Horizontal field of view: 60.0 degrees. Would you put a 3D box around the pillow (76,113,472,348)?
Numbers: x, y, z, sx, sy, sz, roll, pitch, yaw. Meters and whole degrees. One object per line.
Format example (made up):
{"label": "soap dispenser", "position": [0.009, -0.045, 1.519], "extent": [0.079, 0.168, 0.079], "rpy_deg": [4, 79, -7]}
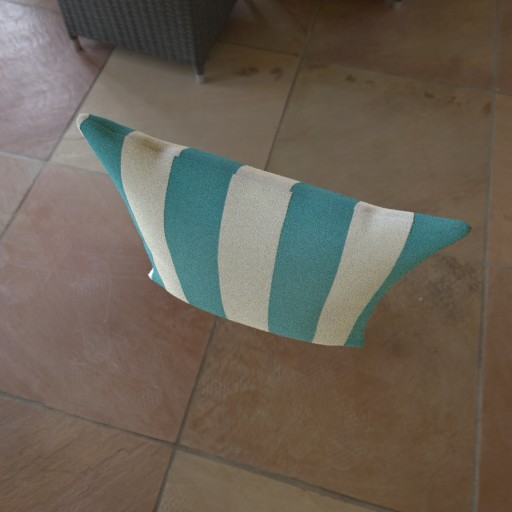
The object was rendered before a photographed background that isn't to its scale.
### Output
{"label": "pillow", "position": [0.000, 0.000, 0.790], "extent": [0.536, 0.526, 0.189], "rpy_deg": [17, 65, 8]}
